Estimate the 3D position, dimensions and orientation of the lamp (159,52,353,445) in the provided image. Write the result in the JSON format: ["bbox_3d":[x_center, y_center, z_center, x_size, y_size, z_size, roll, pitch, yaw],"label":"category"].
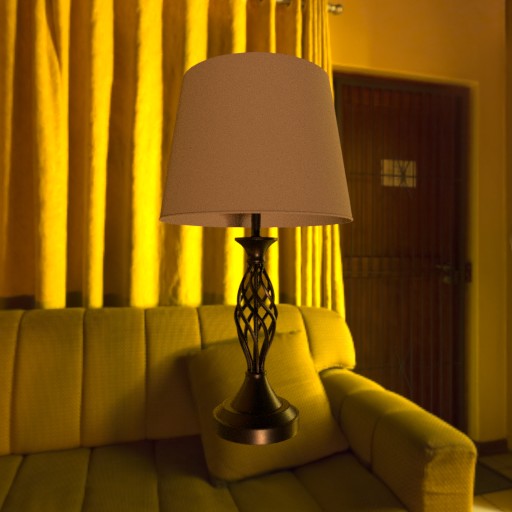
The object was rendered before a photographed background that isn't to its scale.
[{"bbox_3d":[0.000,0.000,0.771,0.331,0.594,0.331,0,0,0],"label":"lamp"}]
